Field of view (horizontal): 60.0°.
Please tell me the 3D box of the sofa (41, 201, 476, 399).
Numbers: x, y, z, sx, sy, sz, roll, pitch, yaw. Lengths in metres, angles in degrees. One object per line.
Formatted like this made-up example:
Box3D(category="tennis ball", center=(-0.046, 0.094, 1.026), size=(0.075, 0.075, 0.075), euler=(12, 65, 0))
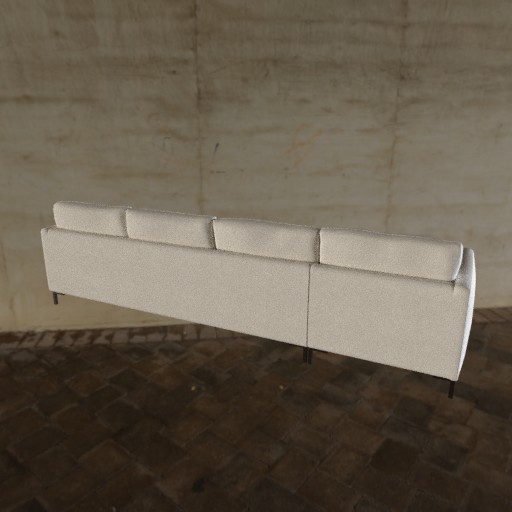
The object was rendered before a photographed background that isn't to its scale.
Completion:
Box3D(category="sofa", center=(0.000, 0.000, 3.575), size=(3.186, 0.875, 1.467), euler=(8, 18, 24))
